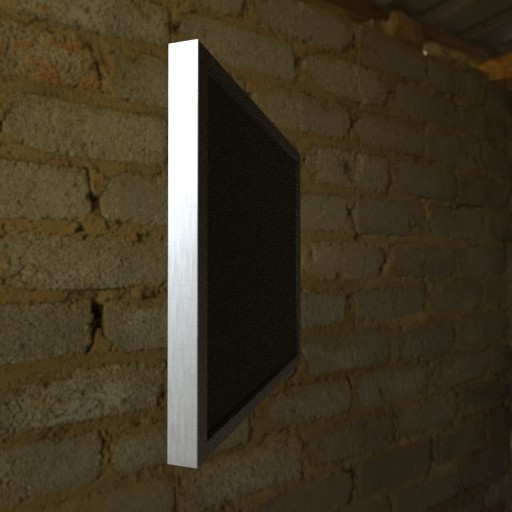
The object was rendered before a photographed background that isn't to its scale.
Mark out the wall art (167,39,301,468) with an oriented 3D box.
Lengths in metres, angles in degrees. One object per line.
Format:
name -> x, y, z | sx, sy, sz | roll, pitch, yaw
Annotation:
wall art -> 0.000, 0.000, 0.525 | 0.028, 0.330, 0.380 | 0, -1, 18
